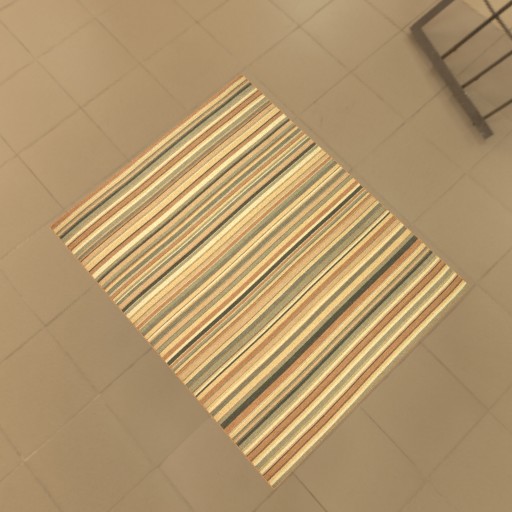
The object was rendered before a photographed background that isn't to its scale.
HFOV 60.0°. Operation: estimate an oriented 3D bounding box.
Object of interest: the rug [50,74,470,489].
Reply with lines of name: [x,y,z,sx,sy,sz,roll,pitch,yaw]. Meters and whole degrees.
rug: [0.000,0.000,4.057,2.436,0.011,3.045,-42,79,-10]
